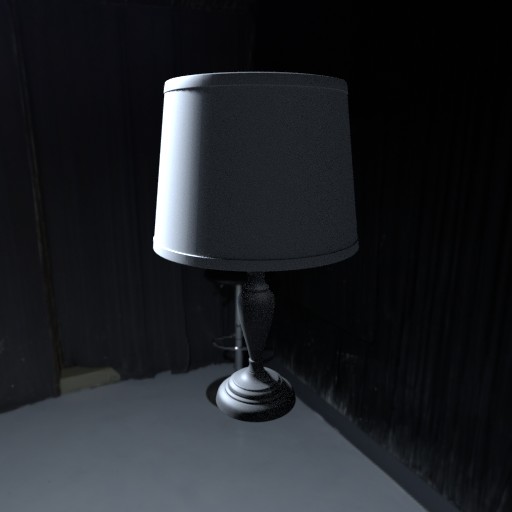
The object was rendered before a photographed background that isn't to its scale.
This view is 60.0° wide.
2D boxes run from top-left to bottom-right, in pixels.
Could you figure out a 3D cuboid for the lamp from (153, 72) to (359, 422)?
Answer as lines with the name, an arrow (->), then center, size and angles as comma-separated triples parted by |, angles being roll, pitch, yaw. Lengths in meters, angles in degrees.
lamp -> 0.000, 0.000, 0.691 | 0.310, 0.501, 0.310 | 0, 15, 0
